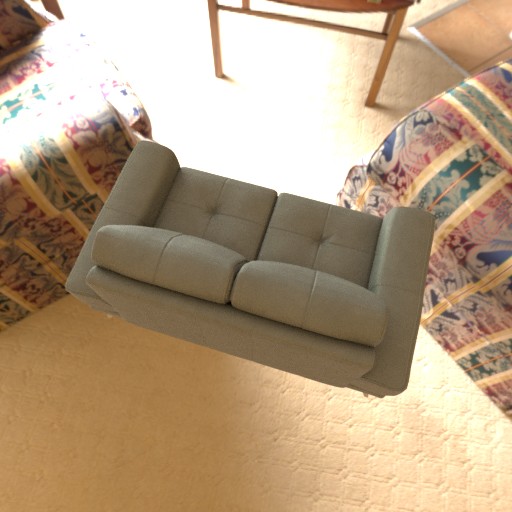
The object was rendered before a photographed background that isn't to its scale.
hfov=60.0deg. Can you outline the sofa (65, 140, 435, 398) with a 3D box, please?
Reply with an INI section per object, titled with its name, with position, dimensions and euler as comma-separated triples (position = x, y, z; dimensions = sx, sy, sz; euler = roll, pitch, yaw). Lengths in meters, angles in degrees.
[sofa]
position = 0.000, 0.000, 2.425
dimensions = 1.806, 0.907, 1.018
euler = 16, 66, 7
